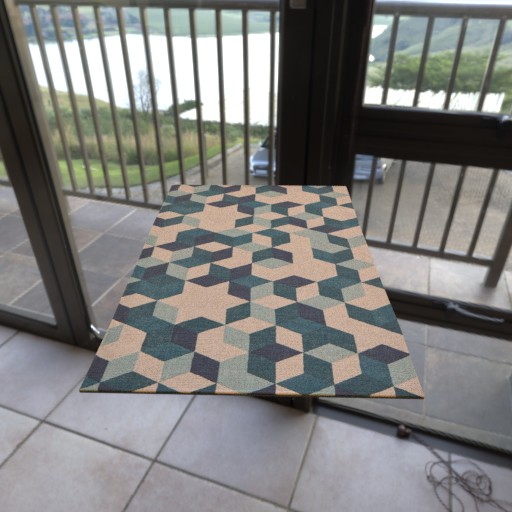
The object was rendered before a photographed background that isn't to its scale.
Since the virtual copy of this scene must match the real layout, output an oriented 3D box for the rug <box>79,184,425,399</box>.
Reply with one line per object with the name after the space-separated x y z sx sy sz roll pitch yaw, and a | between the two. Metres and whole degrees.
0.000 0.000 2.332 1.235 0.014 1.829 1 32 1 | rug
